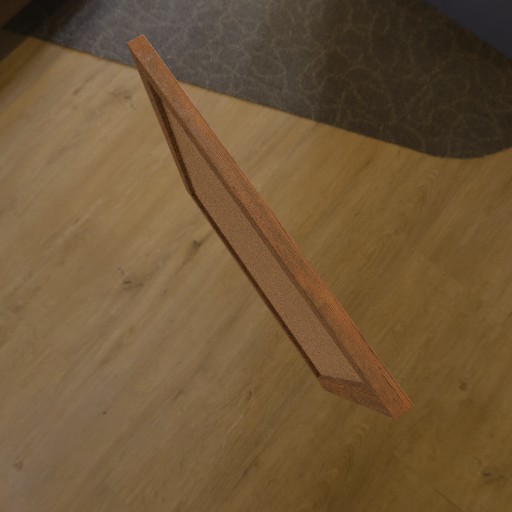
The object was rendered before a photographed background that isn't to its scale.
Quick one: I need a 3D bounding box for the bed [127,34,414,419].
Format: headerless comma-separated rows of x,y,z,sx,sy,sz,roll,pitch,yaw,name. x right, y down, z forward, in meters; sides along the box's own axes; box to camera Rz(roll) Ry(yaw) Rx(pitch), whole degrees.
0.000,0.000,1.434,0.046,0.942,1.046,-34,79,-8,bed
